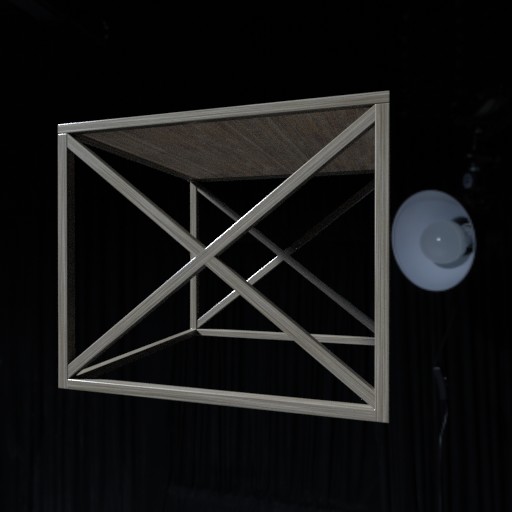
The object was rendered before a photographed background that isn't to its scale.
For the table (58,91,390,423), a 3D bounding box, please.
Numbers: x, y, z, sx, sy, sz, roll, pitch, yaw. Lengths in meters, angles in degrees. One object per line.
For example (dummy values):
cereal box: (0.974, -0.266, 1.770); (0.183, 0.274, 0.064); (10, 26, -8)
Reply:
table: (0.000, 0.000, 1.055); (0.611, 0.507, 0.609); (0, 0, 17)
